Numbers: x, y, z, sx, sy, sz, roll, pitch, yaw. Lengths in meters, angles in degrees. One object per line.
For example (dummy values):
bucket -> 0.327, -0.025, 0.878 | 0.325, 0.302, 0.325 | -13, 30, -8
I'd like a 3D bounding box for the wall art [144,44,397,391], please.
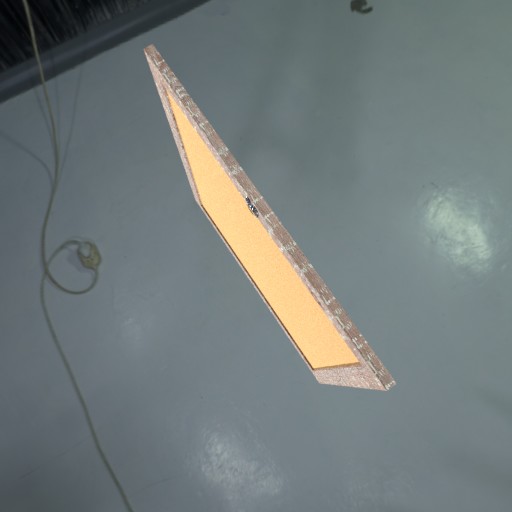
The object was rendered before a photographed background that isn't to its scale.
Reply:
wall art -> 0.000, 0.000, 0.577 | 0.012, 0.384, 0.384 | -33, 77, -8
